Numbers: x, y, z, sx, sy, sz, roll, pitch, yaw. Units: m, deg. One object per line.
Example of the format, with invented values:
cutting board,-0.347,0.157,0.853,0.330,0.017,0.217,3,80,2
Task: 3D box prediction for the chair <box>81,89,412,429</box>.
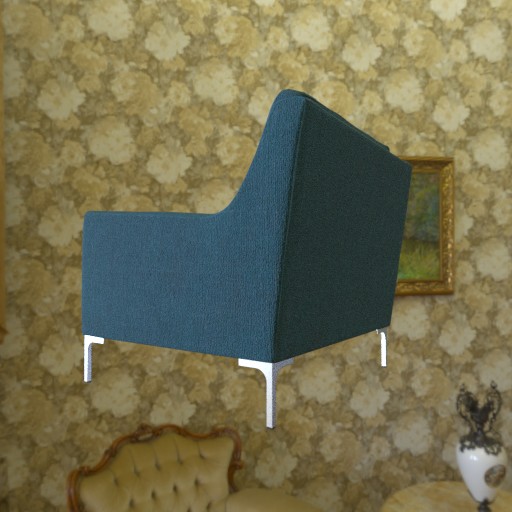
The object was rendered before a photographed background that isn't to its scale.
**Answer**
chair,0.000,0.000,1.544,0.849,0.828,0.847,-1,-2,35
